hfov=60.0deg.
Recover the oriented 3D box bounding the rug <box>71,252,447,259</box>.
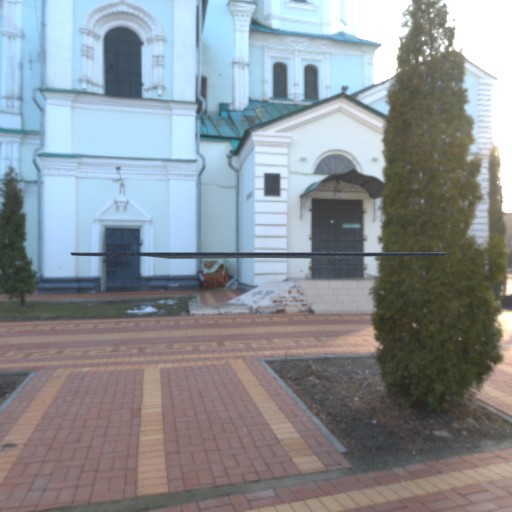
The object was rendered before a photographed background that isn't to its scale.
[{"bbox_3d":[0.000,0.000,3.068,1.624,0.030,2.349,0,-1,-1],"label":"rug"}]
